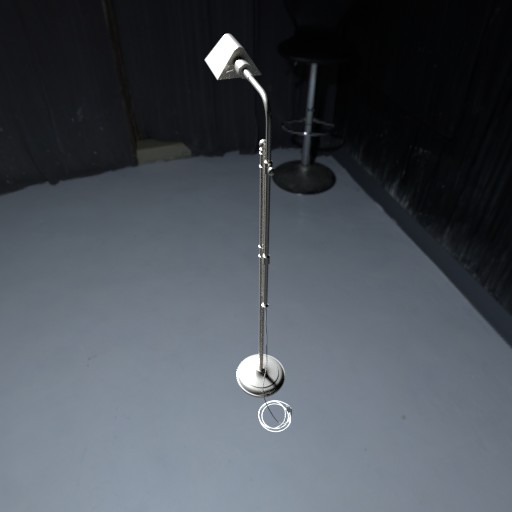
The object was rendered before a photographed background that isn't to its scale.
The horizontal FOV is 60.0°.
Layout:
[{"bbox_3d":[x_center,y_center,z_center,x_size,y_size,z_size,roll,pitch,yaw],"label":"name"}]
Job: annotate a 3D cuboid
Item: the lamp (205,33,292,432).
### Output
[{"bbox_3d":[0.000,0.000,1.889,0.256,1.571,0.813,-12,44,-12],"label":"lamp"}]
